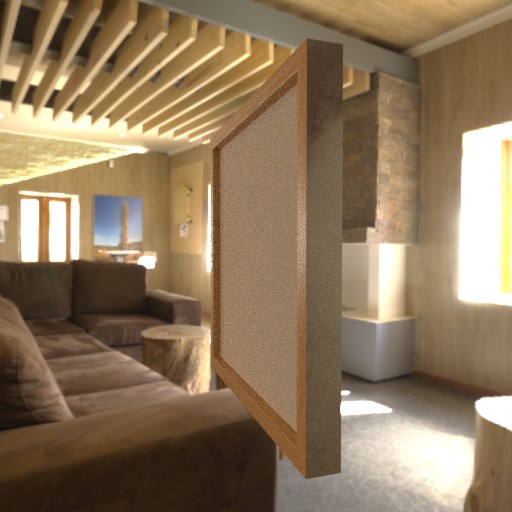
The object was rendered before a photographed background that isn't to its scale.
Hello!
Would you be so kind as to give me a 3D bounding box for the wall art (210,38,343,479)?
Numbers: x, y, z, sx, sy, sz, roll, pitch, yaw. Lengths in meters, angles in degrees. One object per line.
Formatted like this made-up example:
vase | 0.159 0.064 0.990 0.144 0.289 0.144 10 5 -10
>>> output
wall art | 0.000 0.000 0.452 0.028 0.303 0.303 0 2 -18
